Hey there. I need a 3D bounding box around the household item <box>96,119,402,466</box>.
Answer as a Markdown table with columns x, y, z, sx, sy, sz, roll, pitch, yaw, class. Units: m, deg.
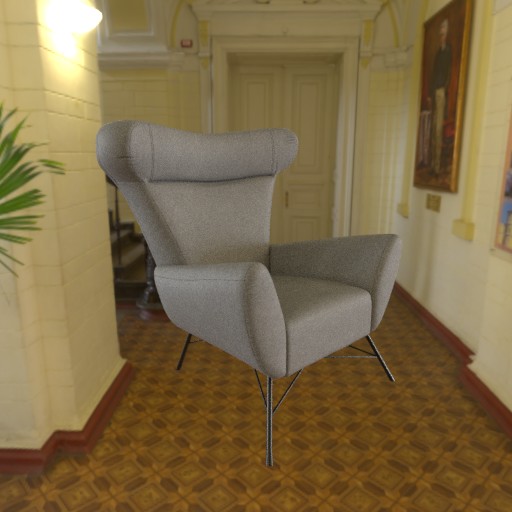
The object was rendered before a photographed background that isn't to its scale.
| x | y | z | sx | sy | sz | roll | pitch | yaw | class |
| --- | --- | --- | --- | --- | --- | --- | --- | --- | --- |
| 0.000 | 0.000 | 1.801 | 0.980 | 1.050 | 0.900 | -12 | 18 | -43 | household item |
